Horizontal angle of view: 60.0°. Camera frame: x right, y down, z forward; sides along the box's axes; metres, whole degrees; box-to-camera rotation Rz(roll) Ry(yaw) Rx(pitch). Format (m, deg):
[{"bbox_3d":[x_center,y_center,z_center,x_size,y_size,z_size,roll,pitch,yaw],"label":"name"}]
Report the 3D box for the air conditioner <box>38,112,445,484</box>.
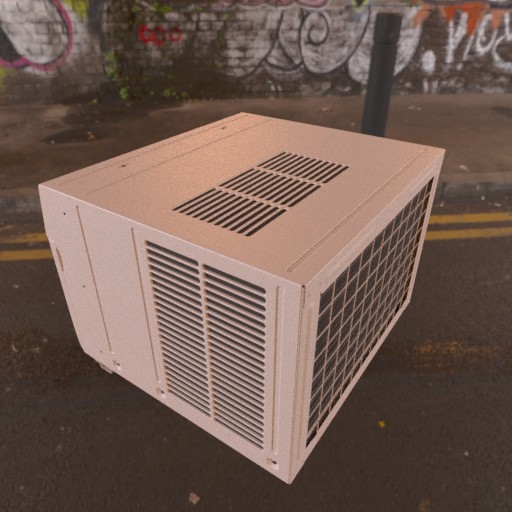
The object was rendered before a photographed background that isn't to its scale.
[{"bbox_3d":[0.000,0.000,1.041,0.599,0.455,0.645,20,37,29],"label":"air conditioner"}]
